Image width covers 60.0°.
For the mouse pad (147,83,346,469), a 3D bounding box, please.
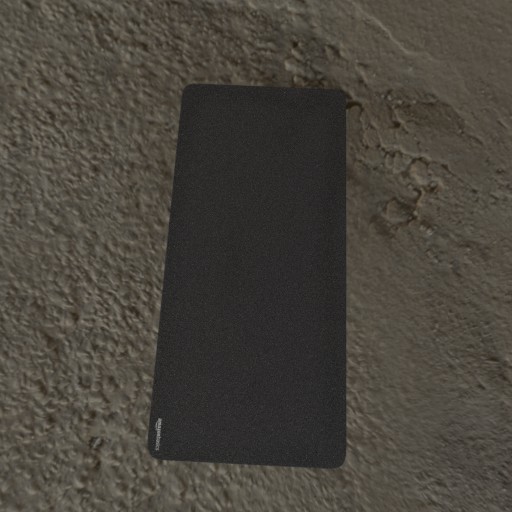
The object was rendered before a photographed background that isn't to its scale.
[{"bbox_3d":[0.000,0.000,1.043,0.424,0.003,0.907,3,76,1],"label":"mouse pad"}]
